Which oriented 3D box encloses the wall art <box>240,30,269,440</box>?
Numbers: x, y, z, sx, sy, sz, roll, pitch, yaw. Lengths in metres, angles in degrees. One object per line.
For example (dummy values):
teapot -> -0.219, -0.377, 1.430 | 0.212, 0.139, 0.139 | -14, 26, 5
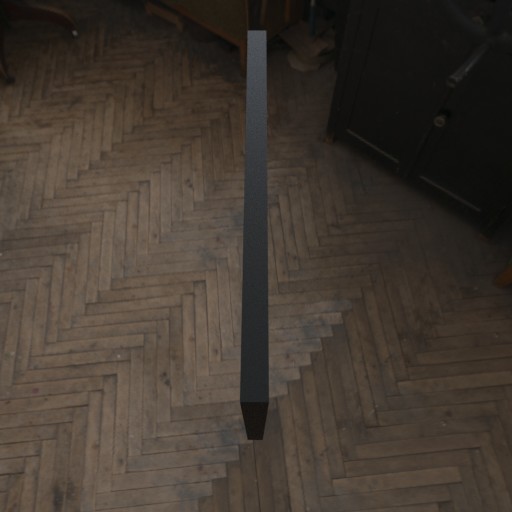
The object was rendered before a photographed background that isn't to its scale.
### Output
wall art -> 0.000, 0.000, 0.770 | 0.029, 0.457, 0.558 | 0, 63, 0
